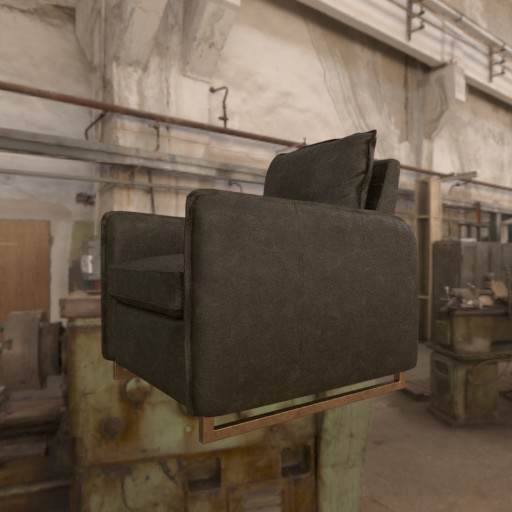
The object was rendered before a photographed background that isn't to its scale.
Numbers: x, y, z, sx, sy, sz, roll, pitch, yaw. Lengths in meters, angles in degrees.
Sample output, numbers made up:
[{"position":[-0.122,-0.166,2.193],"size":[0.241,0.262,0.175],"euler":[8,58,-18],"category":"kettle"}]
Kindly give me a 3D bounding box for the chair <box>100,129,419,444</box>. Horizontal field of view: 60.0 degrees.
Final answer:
[{"position":[0.000,0.000,1.610],"size":[0.921,0.921,0.830],"euler":[0,0,-35],"category":"chair"}]
